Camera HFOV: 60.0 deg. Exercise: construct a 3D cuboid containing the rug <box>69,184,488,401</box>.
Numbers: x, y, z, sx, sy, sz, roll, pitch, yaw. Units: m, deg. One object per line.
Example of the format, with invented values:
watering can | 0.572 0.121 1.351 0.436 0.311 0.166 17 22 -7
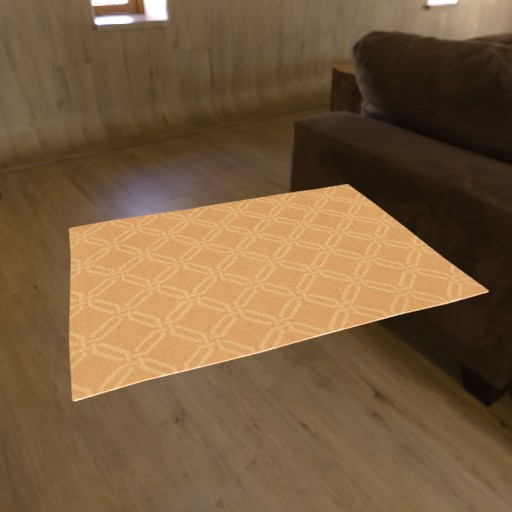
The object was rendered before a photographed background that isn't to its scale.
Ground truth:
rug | 0.000 0.000 2.675 2.135 0.013 1.524 -11 34 -17
